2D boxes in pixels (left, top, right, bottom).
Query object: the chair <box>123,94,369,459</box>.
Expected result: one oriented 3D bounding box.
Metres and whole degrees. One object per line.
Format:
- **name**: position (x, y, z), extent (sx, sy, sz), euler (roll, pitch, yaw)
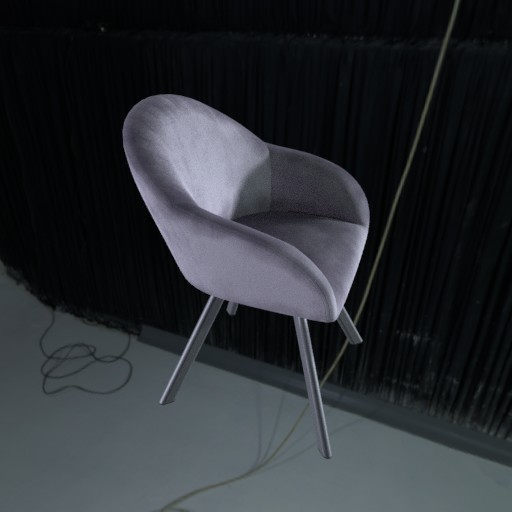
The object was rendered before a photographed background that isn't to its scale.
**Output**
- **chair**: position (0.000, 0.000, 1.203), extent (0.590, 0.795, 0.550), euler (11, 32, 18)
